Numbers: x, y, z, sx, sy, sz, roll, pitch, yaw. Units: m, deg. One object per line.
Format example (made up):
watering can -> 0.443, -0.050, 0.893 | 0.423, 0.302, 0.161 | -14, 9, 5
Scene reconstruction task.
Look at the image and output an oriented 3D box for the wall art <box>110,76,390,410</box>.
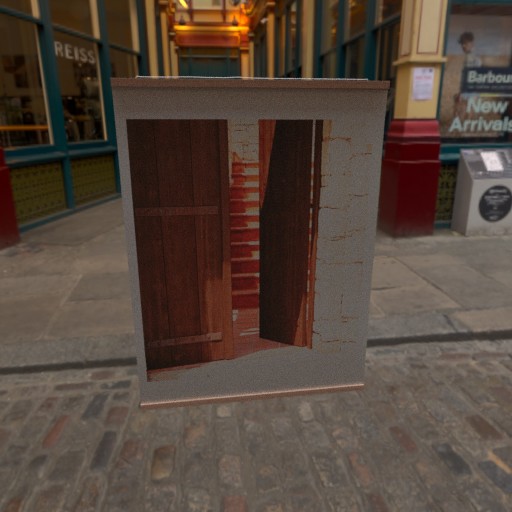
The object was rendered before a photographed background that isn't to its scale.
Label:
wall art -> 0.000, 0.000, 1.350 | 0.758, 1.013, 0.020 | -3, 18, -8
